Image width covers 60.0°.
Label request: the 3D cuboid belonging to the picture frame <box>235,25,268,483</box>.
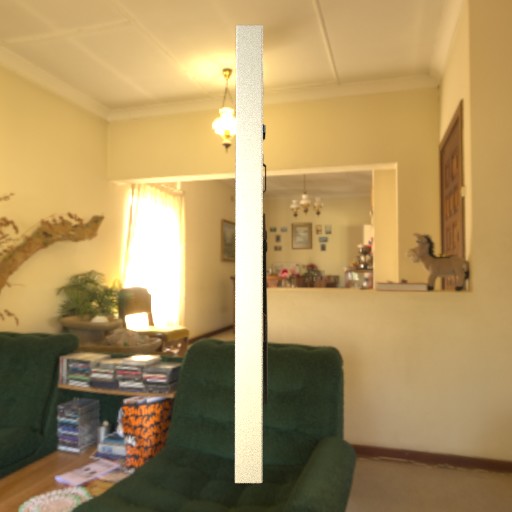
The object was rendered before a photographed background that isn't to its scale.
[{"bbox_3d":[0.000,0.000,0.527,0.036,0.386,0.307,0,-2,0],"label":"picture frame"}]
